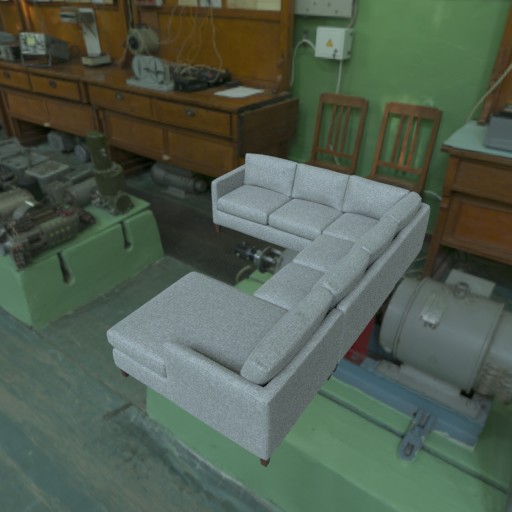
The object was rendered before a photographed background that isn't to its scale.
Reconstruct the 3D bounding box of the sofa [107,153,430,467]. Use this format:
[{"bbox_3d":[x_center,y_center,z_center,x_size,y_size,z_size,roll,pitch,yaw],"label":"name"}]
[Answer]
[{"bbox_3d":[0.000,0.000,4.675,2.593,0.959,3.460,20,38,29],"label":"sofa"}]
